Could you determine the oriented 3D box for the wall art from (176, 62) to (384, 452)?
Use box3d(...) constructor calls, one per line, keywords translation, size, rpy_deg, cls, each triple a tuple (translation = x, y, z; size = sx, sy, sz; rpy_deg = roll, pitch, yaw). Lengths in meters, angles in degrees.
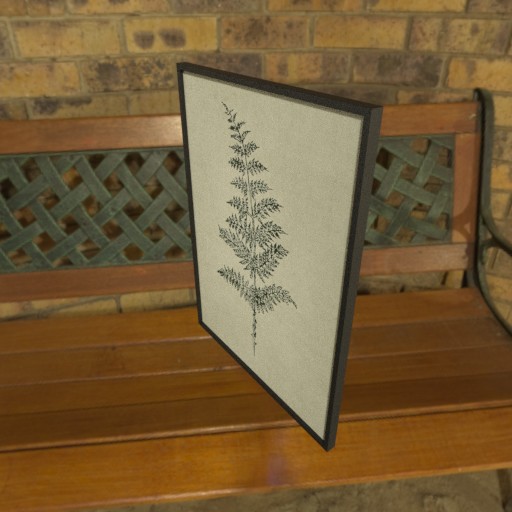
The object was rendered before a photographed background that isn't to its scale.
box3d(translation=(0.000, 0.000, 1.428), size=(0.036, 1.070, 0.802), rpy_deg=(-21, 37, -31), cls="wall art")
